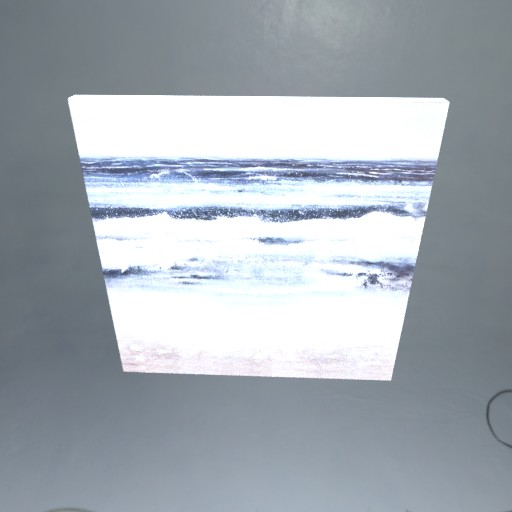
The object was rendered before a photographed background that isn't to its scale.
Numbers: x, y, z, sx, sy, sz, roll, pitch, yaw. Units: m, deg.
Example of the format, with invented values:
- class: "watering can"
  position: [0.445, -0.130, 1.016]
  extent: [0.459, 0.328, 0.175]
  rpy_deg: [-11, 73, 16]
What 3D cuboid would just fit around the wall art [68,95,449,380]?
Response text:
- class: "wall art"
  position: [0.000, 0.000, 1.087]
  extent: [0.755, 0.747, 0.065]
  rpy_deg: [1, 30, 2]
